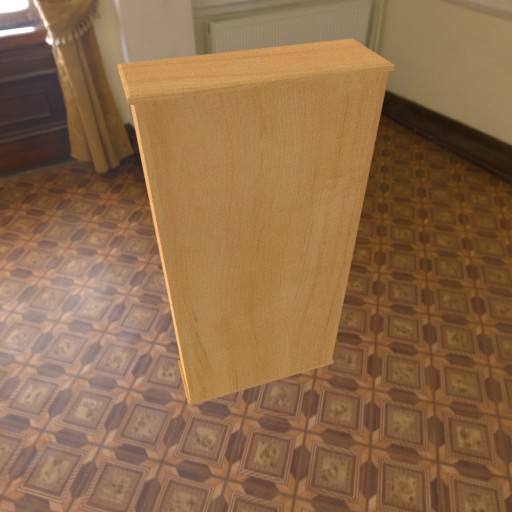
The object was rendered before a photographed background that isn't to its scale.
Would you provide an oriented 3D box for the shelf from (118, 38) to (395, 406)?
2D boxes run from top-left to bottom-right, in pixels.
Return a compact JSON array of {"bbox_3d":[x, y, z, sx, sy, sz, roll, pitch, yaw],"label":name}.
[{"bbox_3d":[0.000,0.000,1.221,0.520,1.030,0.175,-13,44,-13],"label":"shelf"}]
